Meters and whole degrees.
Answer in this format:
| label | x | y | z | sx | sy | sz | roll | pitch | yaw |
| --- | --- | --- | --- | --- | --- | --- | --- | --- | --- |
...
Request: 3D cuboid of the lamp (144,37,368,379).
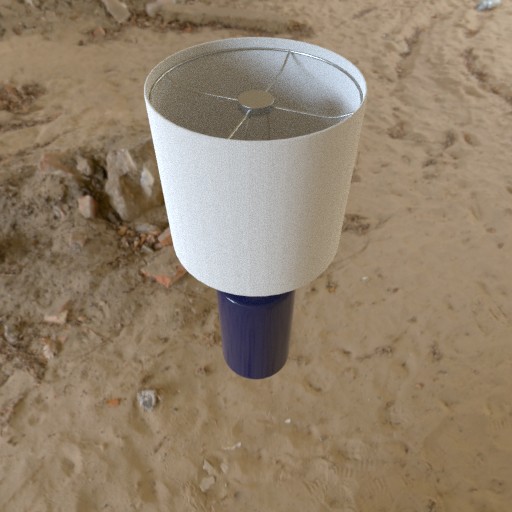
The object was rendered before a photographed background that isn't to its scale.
| label | x | y | z | sx | sy | sz | roll | pitch | yaw |
| --- | --- | --- | --- | --- | --- | --- | --- | --- | --- |
| lamp | 0.000 | 0.000 | 0.604 | 0.212 | 0.493 | 0.212 | 16 | 49 | 14 |
